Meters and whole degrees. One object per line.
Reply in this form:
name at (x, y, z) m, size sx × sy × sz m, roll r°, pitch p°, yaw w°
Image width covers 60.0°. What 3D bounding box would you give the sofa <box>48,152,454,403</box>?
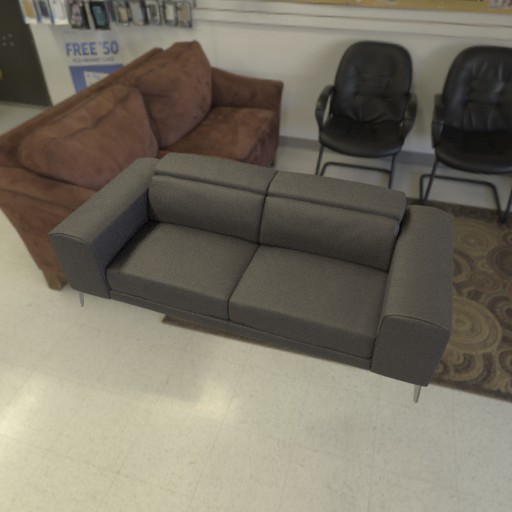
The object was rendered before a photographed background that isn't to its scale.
sofa at (0.000, 0.000, 2.882) m, size 2.330 × 0.814 × 1.048 m, roll 13°, pitch 41°, yaw 15°
